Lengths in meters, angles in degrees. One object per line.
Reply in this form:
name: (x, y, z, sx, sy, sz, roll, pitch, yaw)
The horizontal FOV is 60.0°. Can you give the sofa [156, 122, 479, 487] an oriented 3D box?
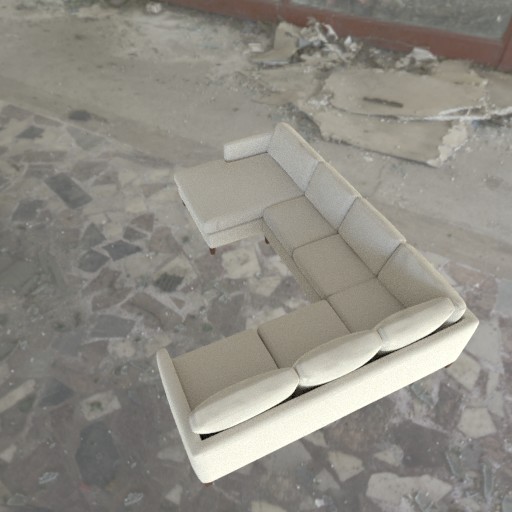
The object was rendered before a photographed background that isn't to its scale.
sofa: (0.000, 0.000, 4.564, 2.593, 0.956, 3.459, -19, 50, -17)
